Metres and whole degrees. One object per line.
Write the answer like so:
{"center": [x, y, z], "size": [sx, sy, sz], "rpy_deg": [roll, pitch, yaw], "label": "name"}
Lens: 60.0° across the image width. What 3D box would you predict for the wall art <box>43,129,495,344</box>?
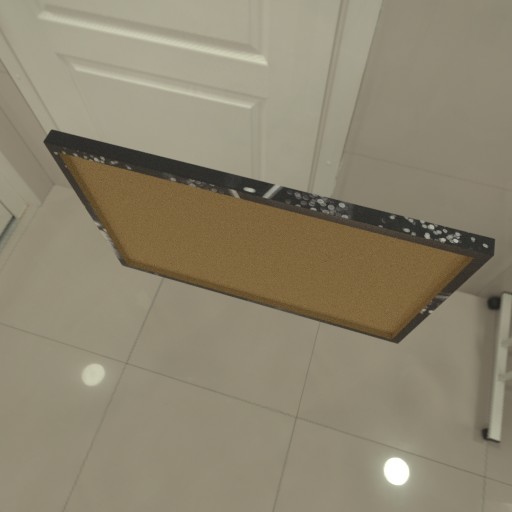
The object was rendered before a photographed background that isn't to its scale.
{"center": [0.000, 0.000, 1.142], "size": [0.914, 0.609, 0.038], "rpy_deg": [15, 65, 7], "label": "wall art"}
